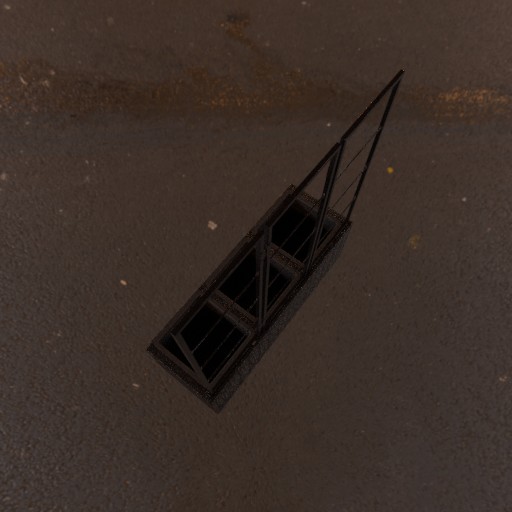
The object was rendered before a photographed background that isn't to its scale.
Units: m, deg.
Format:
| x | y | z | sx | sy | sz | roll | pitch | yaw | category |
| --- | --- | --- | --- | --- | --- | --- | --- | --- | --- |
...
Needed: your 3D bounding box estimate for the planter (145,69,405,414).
| x | y | z | sx | sy | sz | roll | pitch | yaw | category |
| --- | --- | --- | --- | --- | --- | --- | --- | --- | --- |
| 0.000 | 0.000 | 1.156 | 0.244 | 0.841 | 0.698 | 35 | 69 | 15 | planter |
